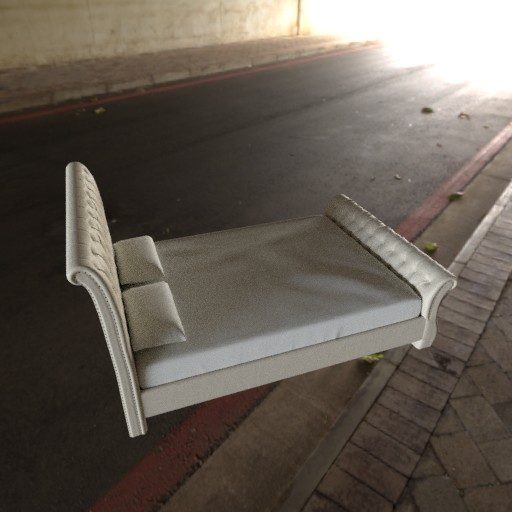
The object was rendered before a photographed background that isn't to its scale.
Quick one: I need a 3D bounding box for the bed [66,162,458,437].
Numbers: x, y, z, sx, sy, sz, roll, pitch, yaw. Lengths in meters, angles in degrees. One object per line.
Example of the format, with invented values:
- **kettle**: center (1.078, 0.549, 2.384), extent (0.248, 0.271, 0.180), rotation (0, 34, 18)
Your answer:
- **bed**: center (0.000, 0.000, 3.400), extent (2.493, 1.268, 1.606), rotation (-11, 32, -17)
